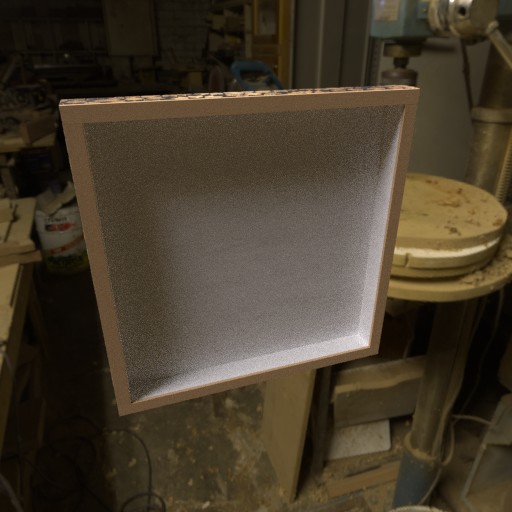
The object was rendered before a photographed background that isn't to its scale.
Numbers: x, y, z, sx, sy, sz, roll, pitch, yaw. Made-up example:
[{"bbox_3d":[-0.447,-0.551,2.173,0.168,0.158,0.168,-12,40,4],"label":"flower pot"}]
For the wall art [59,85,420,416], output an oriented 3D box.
[{"bbox_3d":[0.000,0.000,0.583,0.405,0.405,0.038,-9,29,-17],"label":"wall art"}]
